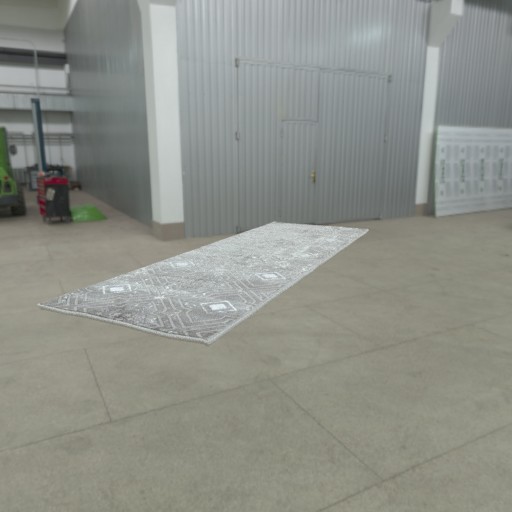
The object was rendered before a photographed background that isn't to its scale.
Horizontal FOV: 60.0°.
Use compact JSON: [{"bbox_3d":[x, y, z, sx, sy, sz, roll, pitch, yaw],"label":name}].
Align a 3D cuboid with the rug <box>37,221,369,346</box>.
[{"bbox_3d":[0.000,0.000,2.679,0.832,0.035,2.381,7,15,26],"label":"rug"}]
